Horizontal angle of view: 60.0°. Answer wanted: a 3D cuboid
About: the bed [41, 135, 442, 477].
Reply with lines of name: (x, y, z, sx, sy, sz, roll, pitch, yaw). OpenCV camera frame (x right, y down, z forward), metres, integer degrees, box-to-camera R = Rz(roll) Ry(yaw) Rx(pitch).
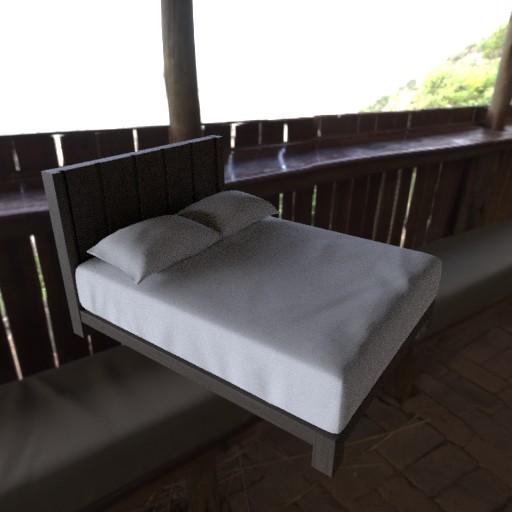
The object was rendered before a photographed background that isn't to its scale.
bed: (0.000, 0.000, 3.224, 2.242, 1.270, 1.727, 17, 29, 32)
